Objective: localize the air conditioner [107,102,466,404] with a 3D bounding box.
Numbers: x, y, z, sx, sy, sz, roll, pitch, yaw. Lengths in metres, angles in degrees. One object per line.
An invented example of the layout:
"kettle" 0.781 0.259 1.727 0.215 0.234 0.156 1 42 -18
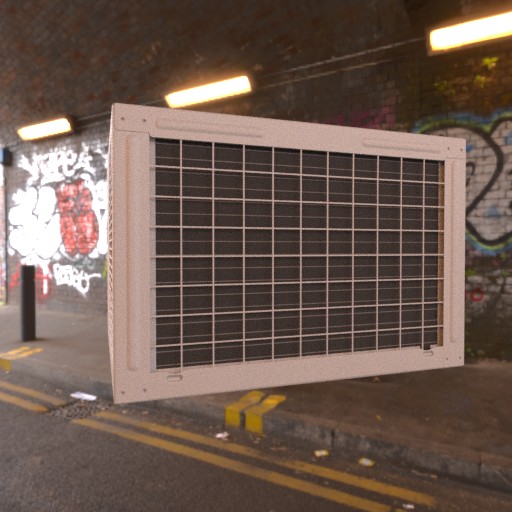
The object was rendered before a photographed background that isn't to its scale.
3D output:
"air conditioner" 0.000 0.000 1.023 0.645 0.455 0.599 0 1 -19
